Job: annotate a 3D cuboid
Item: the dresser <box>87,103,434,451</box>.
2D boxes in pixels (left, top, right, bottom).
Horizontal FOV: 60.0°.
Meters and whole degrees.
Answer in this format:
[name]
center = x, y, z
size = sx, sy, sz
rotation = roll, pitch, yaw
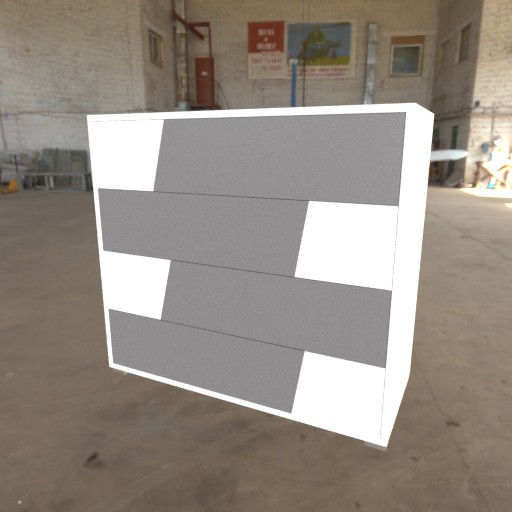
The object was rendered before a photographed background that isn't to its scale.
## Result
[dresser]
center = 0.000, 0.000, 1.641
size = 1.100, 1.000, 0.460
rotation = 7, 16, 26
